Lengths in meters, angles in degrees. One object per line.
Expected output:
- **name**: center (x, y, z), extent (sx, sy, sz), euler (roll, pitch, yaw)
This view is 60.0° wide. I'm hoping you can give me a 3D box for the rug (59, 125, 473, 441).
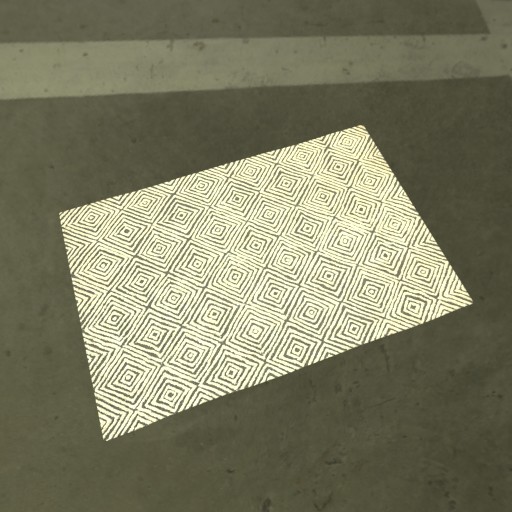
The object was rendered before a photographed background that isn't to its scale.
- **rug**: center (0.000, 0.000, 2.192), extent (1.750, 0.004, 1.177), euler (-18, 65, -9)
